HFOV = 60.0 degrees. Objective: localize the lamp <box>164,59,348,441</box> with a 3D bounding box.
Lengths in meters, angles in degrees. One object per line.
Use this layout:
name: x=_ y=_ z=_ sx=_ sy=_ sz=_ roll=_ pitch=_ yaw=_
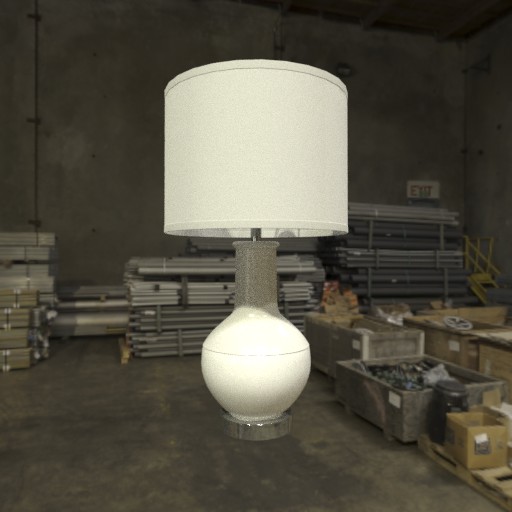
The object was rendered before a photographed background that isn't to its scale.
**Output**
lamp: x=0.000 y=0.000 z=0.878 sx=0.357 sy=0.673 sz=0.357 roll=0 pitch=0 yaw=-16
